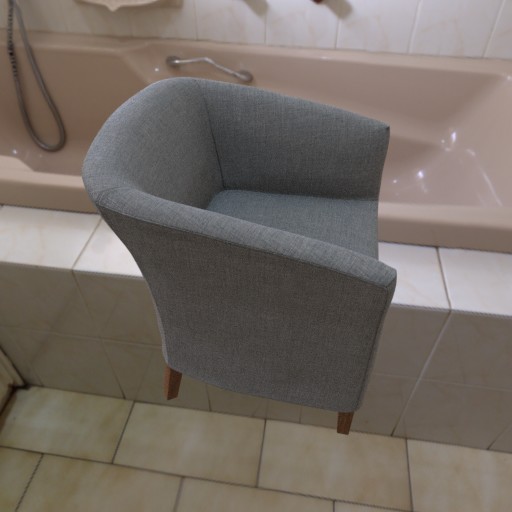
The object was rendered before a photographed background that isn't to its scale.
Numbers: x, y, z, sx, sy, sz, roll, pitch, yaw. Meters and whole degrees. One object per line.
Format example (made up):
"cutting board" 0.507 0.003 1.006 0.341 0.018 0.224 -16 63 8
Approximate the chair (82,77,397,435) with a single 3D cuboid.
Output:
"chair" 0.000 0.000 1.215 0.668 0.771 0.600 8 45 8
